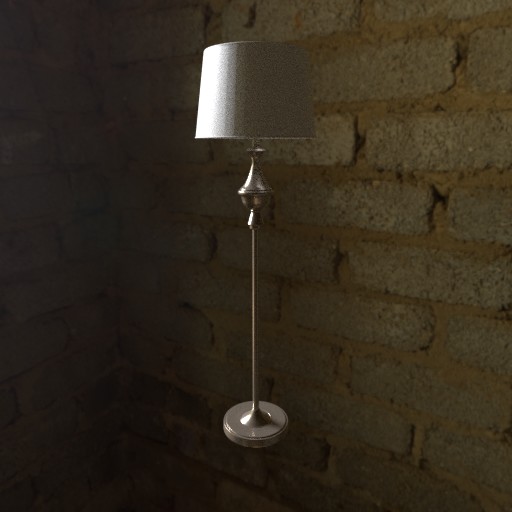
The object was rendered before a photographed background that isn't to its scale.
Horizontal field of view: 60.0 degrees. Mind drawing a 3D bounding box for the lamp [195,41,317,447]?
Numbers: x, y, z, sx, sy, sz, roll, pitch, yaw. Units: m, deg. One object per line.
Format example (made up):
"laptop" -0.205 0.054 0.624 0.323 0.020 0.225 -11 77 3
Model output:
"lamp" 0.000 0.000 1.692 0.431 1.488 0.431 0 15 0
